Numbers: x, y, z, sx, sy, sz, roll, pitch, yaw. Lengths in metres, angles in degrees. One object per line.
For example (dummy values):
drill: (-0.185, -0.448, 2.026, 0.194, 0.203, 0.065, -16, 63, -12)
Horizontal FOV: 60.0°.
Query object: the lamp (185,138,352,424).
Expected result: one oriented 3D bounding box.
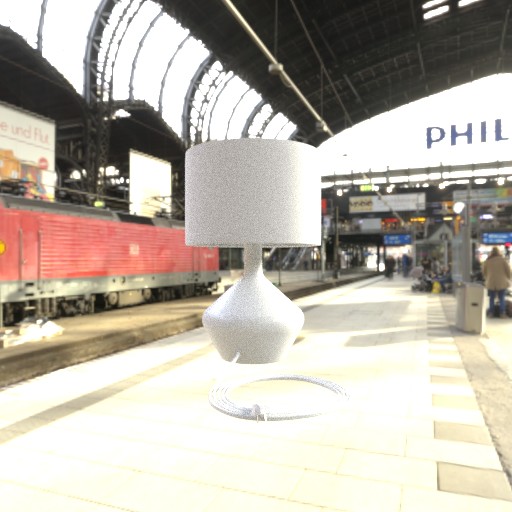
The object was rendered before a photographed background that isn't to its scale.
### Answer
lamp: (0.000, 0.000, 0.876, 0.401, 0.457, 0.546, 0, 0, 19)
